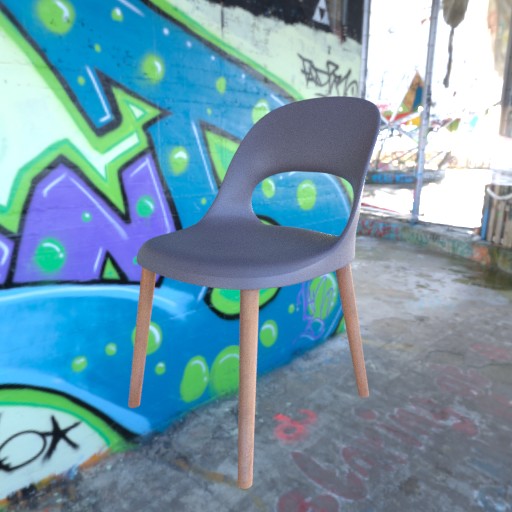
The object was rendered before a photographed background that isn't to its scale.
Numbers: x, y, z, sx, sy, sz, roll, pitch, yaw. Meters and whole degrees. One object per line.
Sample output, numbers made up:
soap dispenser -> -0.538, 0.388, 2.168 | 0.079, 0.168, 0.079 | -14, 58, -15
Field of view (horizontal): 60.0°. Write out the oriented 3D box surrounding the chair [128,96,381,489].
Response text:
chair -> 0.000, 0.000, 1.115 | 0.470, 0.795, 0.556 | 13, 19, 42
